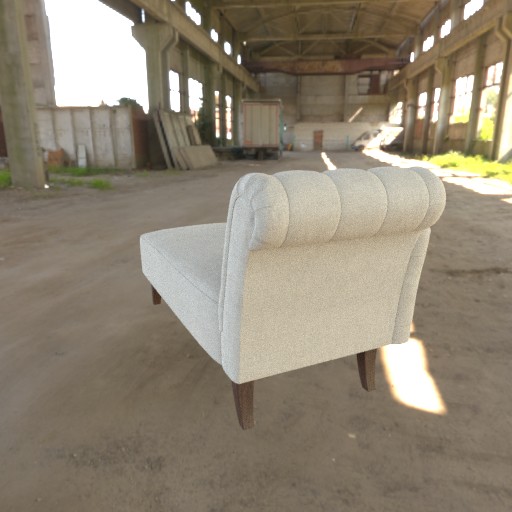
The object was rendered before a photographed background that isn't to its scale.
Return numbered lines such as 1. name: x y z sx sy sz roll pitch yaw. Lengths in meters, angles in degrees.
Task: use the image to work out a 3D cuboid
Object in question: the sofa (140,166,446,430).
1. sofa: 0.000 0.000 1.813 0.675 0.787 1.379 -7 17 -25
